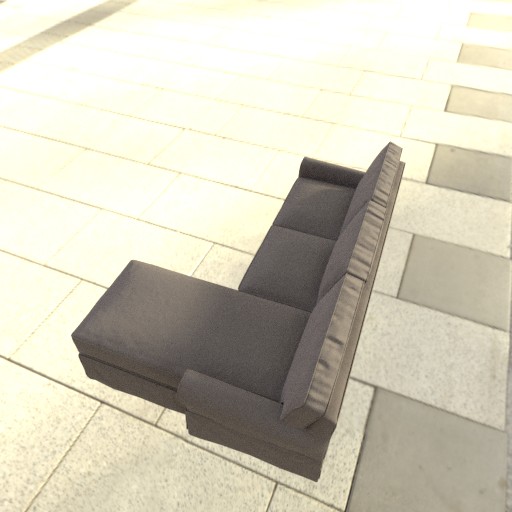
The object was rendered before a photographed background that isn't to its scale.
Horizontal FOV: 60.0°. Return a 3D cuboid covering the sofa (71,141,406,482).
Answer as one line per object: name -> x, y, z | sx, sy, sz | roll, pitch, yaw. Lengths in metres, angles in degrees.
sofa -> 0.000, 0.000, 3.299 | 1.733, 0.978, 2.475 | 15, 48, 15
